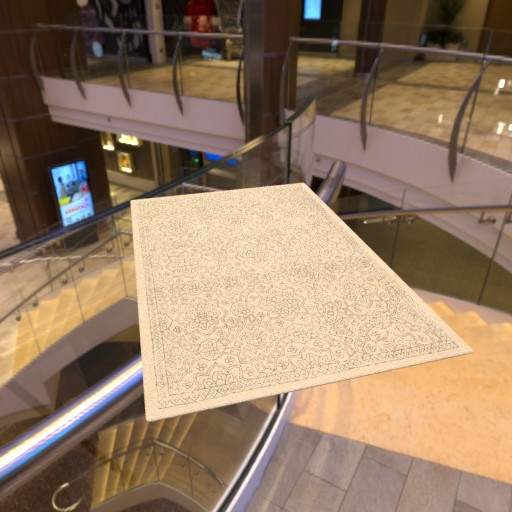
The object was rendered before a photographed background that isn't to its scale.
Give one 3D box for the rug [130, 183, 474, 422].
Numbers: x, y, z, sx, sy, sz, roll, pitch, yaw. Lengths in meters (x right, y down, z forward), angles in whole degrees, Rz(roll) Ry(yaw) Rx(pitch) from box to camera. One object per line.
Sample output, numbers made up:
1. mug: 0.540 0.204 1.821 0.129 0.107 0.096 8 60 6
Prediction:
1. rug: 0.000 0.000 2.302 1.219 0.010 1.829 -8 31 -13
